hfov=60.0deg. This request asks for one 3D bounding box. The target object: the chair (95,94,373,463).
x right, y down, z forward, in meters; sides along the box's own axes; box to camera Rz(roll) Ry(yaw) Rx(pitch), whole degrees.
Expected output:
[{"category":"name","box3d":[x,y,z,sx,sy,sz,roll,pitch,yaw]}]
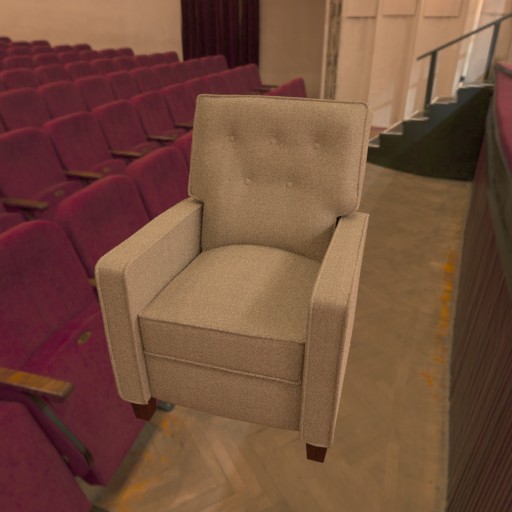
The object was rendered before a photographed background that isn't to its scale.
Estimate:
[{"category":"chair","box3d":[0.000,0.000,1.393,0.648,0.888,0.754,8,28,14]}]
